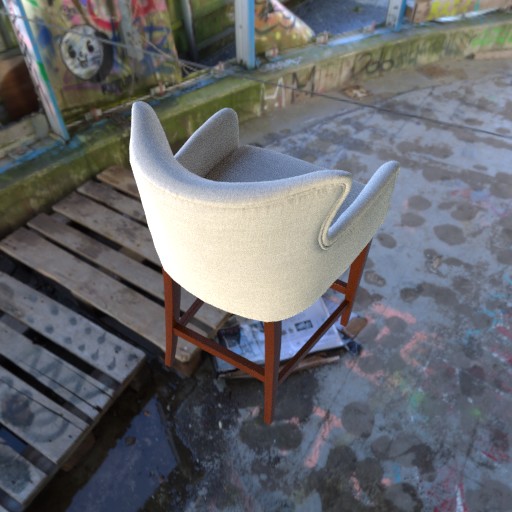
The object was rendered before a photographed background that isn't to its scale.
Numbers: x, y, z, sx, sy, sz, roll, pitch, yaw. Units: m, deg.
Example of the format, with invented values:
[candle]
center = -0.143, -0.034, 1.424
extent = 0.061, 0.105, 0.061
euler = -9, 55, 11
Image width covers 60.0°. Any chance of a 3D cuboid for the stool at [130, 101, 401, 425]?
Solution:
[stool]
center = 0.000, 0.000, 1.406
extent = 0.615, 0.987, 0.637
euler = 25, 51, 22
